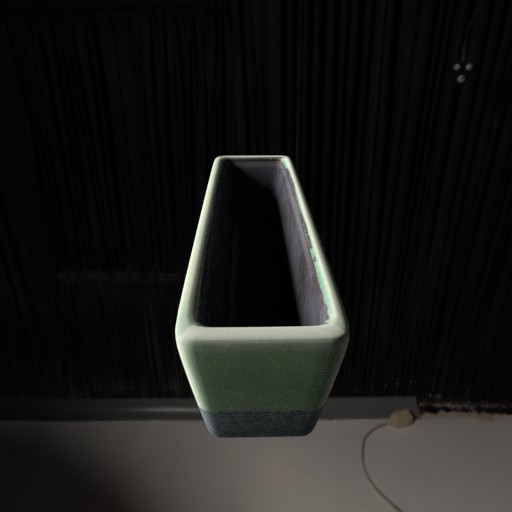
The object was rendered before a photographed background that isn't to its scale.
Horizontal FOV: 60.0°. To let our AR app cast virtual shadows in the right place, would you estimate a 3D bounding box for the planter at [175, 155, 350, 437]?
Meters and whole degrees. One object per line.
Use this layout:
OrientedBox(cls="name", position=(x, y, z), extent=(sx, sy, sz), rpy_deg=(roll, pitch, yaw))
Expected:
OrientedBox(cls="planter", position=(0.000, 0.000, 0.309), extent=(0.072, 0.072, 0.275), rpy_deg=(-1, 27, -1))
